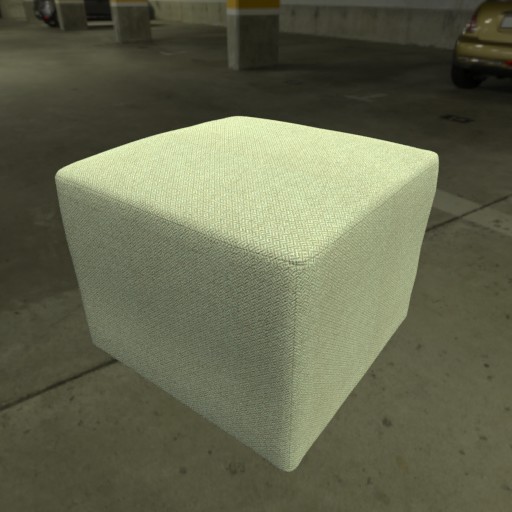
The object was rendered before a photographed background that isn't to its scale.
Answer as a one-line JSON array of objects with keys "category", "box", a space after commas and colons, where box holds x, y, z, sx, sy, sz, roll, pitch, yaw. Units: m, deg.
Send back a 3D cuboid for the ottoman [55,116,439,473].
[{"category": "ottoman", "box": [0.000, 0.000, 0.896, 0.521, 0.453, 0.512, 21, 37, 31]}]
